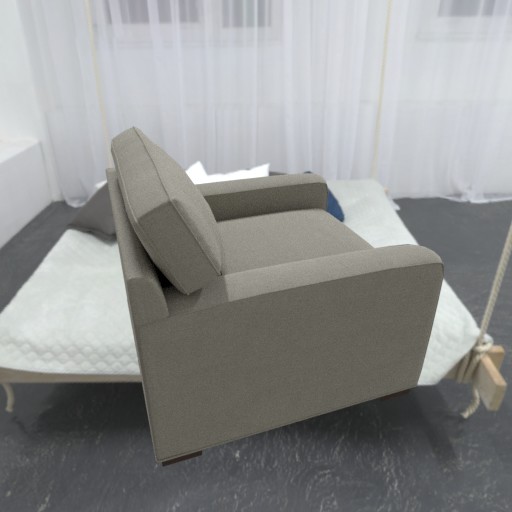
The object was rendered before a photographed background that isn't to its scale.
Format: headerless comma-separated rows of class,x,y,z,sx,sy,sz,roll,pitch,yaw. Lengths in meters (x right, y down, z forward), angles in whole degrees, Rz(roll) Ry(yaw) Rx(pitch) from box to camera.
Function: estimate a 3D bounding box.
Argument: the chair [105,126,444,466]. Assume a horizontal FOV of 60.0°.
chair,0.000,0.000,1.804,1.044,0.934,0.999,-10,30,-17
